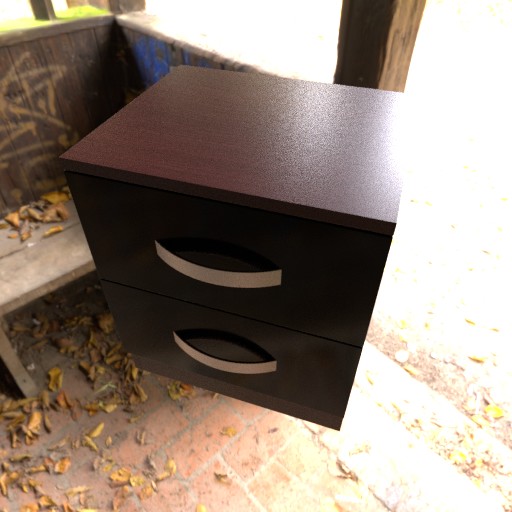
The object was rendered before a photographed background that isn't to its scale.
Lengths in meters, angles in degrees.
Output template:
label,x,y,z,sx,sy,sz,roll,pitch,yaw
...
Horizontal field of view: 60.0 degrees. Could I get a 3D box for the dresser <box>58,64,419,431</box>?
label,x,y,z,sx,sy,sz,roll,pitch,yaw
dresser,0.000,0.000,0.753,0.400,0.470,0.360,13,44,14
